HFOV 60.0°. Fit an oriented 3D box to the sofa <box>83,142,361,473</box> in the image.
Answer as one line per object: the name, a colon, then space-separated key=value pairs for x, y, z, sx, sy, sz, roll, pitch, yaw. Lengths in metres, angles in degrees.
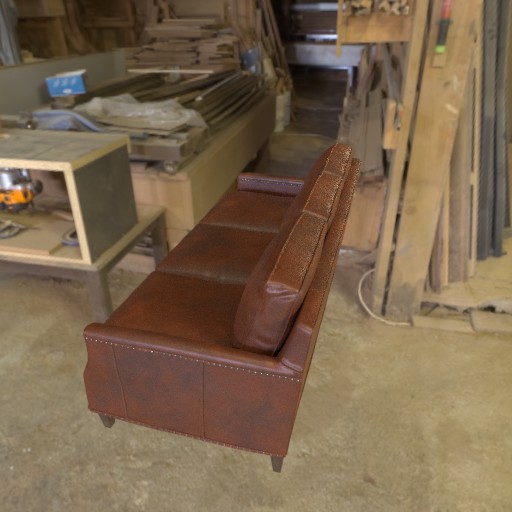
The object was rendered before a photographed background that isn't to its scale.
sofa: x=0.000 y=0.000 z=2.793 sx=1.084 sy=1.003 sz=2.240 roll=8 pitch=30 yaw=14
